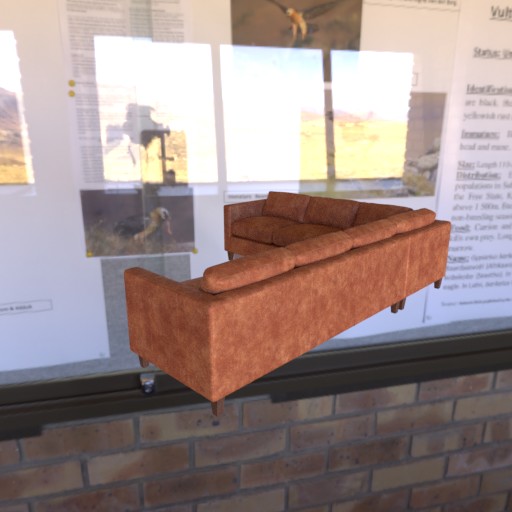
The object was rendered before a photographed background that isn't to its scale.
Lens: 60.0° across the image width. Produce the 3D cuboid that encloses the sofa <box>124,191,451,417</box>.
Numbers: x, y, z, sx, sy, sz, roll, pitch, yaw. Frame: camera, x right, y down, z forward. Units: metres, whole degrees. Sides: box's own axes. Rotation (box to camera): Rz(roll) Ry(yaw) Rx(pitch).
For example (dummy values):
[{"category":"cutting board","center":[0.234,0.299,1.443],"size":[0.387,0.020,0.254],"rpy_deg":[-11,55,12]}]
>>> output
[{"category":"sofa","center":[0.000,0.000,4.265],"size":[2.438,0.838,3.150],"rpy_deg":[15,21,42]}]
